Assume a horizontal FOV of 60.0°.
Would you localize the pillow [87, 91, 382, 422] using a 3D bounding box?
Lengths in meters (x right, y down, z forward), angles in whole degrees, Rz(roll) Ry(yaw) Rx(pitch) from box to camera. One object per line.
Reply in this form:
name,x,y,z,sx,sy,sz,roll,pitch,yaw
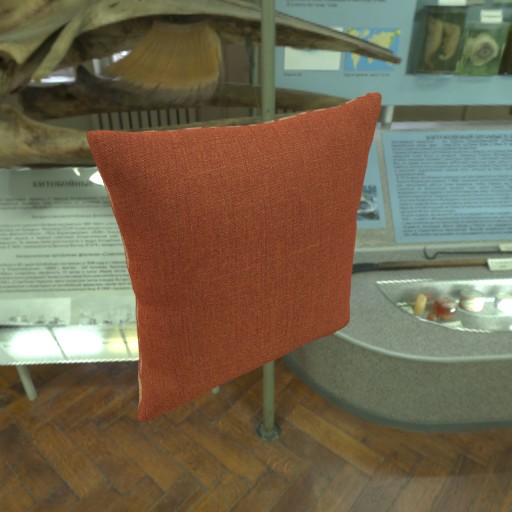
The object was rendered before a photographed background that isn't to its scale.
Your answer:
pillow,0.000,0.000,0.661,0.429,0.434,0.159,-19,36,-29
